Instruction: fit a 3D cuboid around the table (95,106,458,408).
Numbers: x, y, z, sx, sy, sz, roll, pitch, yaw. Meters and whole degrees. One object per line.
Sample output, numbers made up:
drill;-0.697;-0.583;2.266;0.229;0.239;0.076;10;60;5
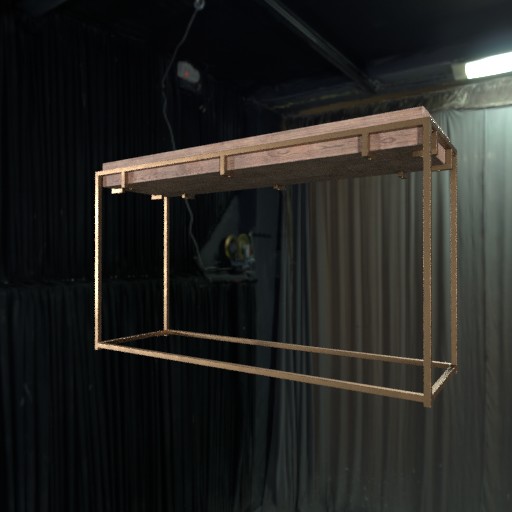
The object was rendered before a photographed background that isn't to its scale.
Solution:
table;0.000;0.000;1.753;1.400;0.820;0.440;0;0;33
